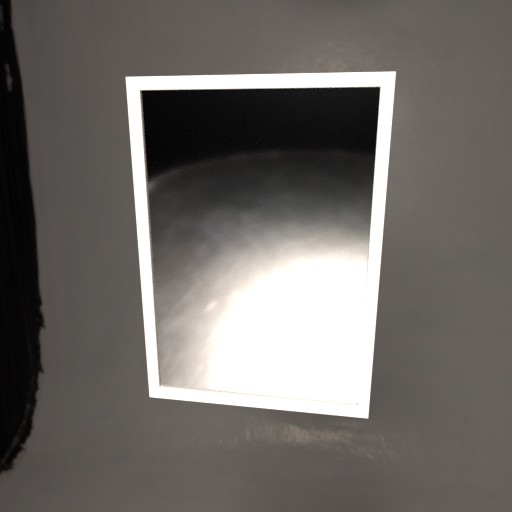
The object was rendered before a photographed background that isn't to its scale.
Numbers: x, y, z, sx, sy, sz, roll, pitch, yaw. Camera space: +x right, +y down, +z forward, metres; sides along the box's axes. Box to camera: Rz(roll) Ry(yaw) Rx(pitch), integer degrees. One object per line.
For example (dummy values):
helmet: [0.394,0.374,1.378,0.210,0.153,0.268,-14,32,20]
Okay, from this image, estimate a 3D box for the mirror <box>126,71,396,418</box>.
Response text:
mirror: [0.000,0.000,0.936,0.507,0.710,0.039,3,16,9]
